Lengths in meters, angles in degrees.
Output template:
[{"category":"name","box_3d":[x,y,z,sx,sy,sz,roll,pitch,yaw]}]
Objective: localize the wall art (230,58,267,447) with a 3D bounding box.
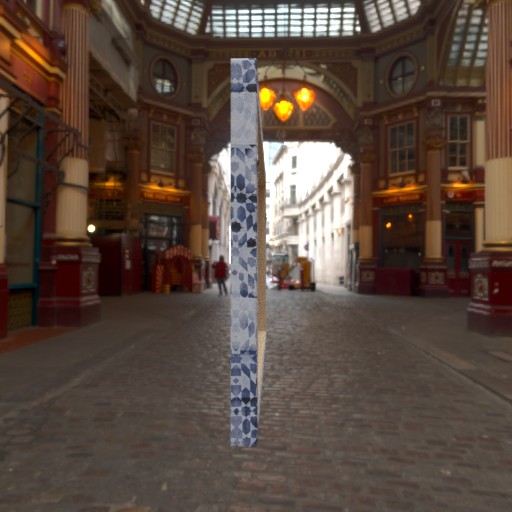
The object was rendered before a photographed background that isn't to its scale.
[{"category":"wall art","box_3d":[0.000,0.000,0.764,0.030,0.406,0.608,0,-1,2]}]
